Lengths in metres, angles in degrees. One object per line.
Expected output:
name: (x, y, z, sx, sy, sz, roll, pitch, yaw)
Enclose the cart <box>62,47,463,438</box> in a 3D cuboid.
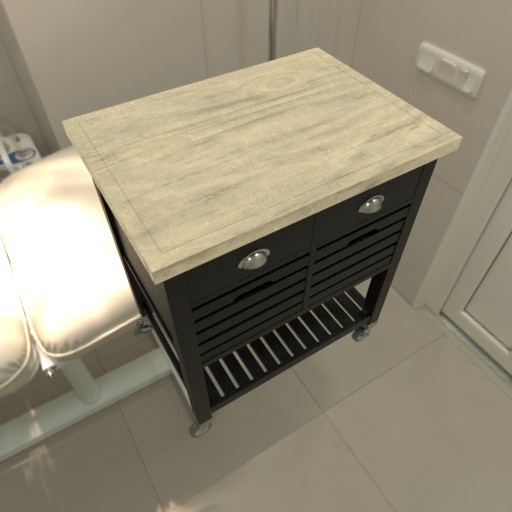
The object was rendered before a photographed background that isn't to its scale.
cart: (0.000, 0.000, 1.411, 0.797, 0.920, 0.567, -25, 53, -20)
